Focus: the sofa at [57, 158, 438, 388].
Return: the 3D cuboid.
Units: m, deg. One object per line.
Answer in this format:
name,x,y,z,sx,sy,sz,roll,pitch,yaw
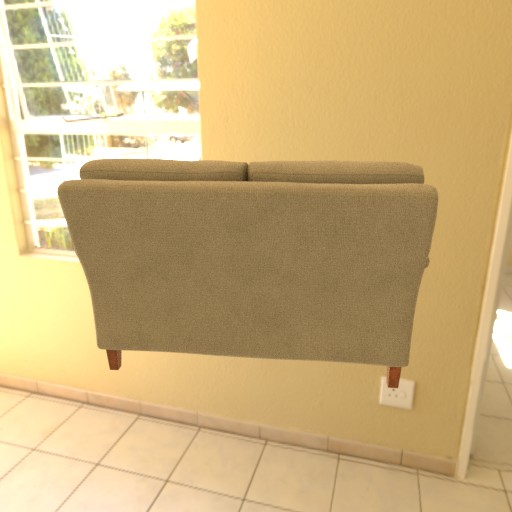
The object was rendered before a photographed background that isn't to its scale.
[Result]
sofa,0.000,0.000,2.232,1.480,0.999,1.087,2,17,6
